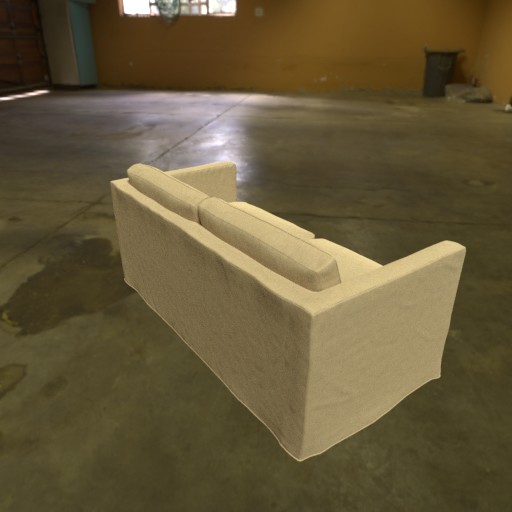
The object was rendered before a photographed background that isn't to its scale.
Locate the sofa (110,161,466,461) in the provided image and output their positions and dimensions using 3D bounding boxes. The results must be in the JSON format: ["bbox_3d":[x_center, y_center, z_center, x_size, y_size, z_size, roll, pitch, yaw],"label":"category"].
[{"bbox_3d":[0.000,0.000,2.523,0.962,0.835,1.959,-18,31,-32],"label":"sofa"}]
